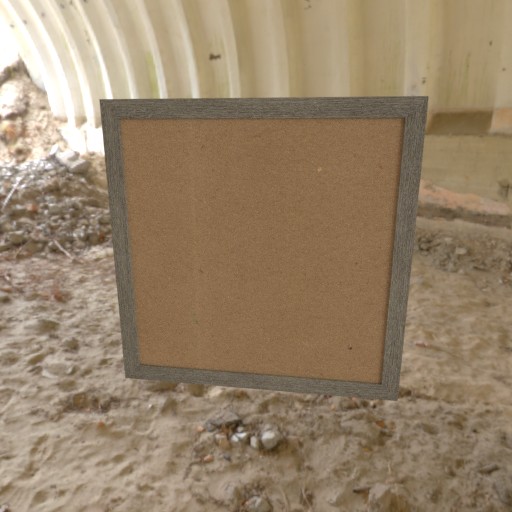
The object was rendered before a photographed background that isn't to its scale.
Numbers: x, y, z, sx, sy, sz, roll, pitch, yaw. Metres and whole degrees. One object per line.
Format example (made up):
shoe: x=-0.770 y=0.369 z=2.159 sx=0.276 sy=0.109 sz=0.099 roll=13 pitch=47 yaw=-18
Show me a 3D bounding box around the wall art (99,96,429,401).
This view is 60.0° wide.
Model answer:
wall art: x=0.000 y=0.000 z=1.018 sx=0.685 sy=0.685 sz=0.020 roll=2 pitch=16 yaw=8
